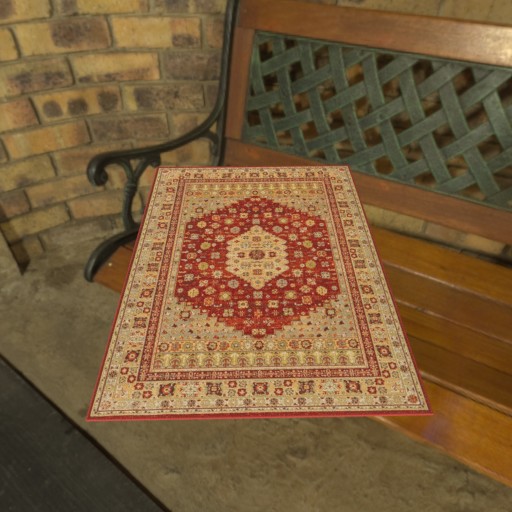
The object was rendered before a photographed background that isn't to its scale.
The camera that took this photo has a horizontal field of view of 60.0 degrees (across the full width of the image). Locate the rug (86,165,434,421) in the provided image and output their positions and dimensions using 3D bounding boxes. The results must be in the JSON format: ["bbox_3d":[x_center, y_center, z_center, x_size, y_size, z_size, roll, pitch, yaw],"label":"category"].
[{"bbox_3d":[0.000,0.000,2.849,1.593,0.013,2.211,-1,42,-1],"label":"rug"}]
